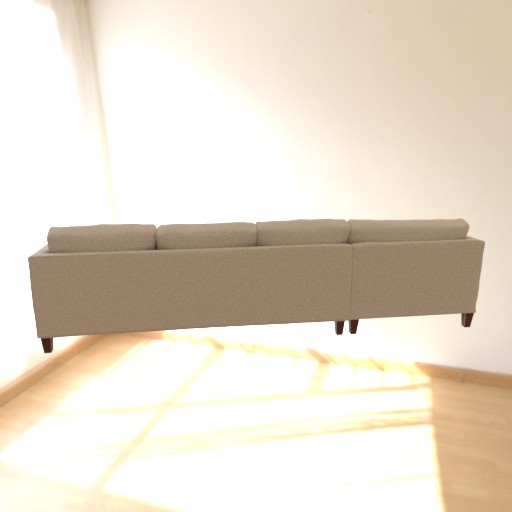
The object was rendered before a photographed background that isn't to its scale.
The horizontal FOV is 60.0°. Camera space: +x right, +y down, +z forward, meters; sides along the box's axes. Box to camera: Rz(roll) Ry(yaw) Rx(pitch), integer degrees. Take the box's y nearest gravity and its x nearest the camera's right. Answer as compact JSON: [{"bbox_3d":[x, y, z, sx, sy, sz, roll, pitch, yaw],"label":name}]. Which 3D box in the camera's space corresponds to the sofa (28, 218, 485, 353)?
[{"bbox_3d":[0.000,0.000,3.858,3.186,0.846,1.625,-2,15,-8],"label":"sofa"}]
